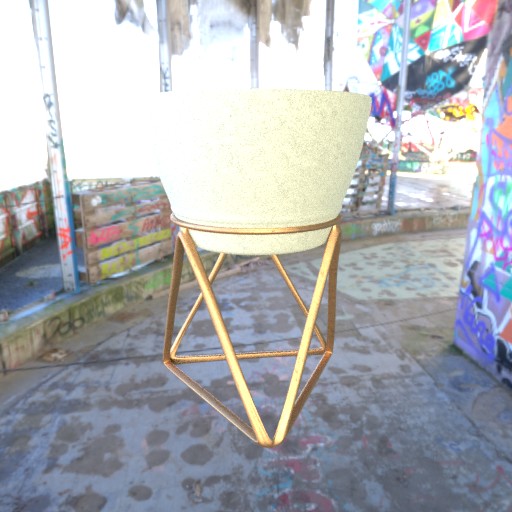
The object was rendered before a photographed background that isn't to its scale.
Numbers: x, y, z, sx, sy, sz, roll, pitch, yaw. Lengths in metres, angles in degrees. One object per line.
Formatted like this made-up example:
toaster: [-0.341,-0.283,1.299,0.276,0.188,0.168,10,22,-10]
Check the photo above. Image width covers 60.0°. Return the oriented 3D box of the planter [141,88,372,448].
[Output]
planter: [0.000,0.000,0.755,0.350,0.504,0.350,-2,15,-7]
